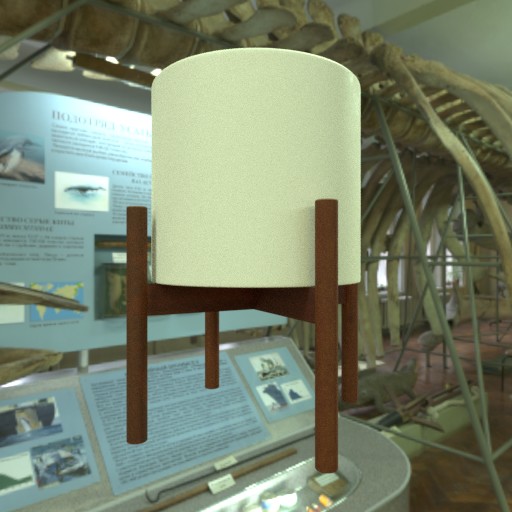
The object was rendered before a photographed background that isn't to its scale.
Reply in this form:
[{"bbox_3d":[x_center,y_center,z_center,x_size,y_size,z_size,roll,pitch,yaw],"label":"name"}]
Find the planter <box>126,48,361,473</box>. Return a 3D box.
[{"bbox_3d":[0.000,0.000,0.488,0.224,0.358,0.224,0,0,18],"label":"planter"}]
